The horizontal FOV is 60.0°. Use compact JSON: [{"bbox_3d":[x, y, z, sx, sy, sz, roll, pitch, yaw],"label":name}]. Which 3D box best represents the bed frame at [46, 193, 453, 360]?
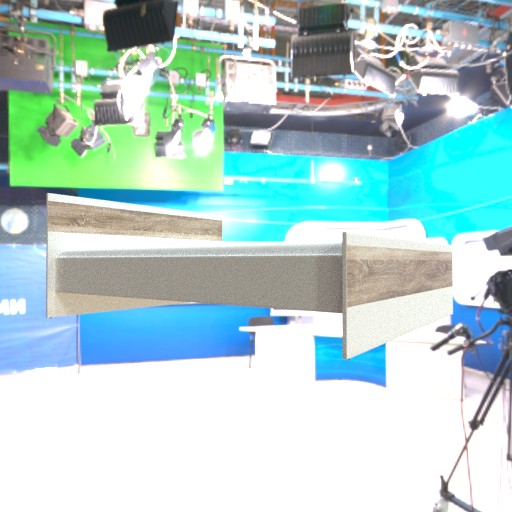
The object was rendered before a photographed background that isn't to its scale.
[{"bbox_3d":[0.000,0.000,2.922,2.060,0.800,1.720,0,-1,36],"label":"bed frame"}]
